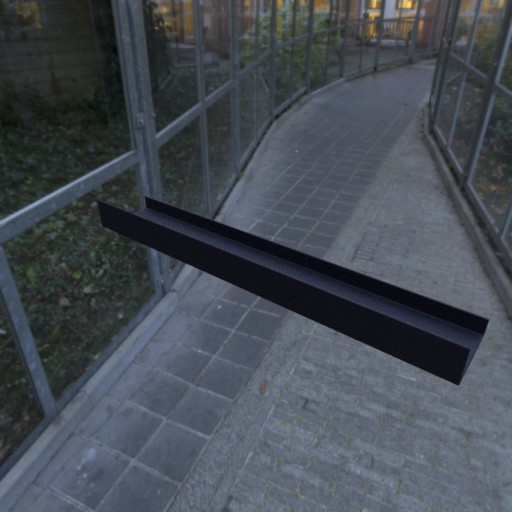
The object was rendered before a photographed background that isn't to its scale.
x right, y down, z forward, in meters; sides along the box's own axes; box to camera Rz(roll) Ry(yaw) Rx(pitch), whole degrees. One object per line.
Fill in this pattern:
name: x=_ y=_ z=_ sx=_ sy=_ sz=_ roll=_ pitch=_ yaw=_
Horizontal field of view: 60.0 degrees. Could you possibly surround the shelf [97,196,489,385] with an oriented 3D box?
shelf: x=0.000 y=0.000 z=0.638 sx=0.605 sy=0.053 sz=0.102 roll=21 pitch=36 yaw=32
